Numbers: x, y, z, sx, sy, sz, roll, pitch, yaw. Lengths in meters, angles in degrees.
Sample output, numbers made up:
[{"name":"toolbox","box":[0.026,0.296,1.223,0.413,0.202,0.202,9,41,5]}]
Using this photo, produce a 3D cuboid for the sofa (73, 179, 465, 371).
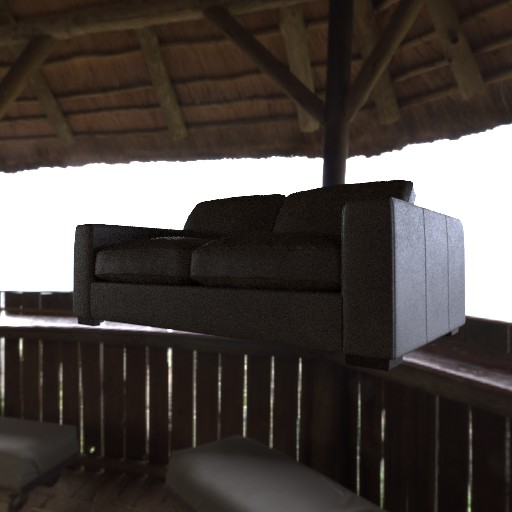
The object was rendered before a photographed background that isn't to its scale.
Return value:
[{"name":"sofa","box":[0.000,0.000,2.437,1.920,0.800,1.070,0,-1,37]}]
